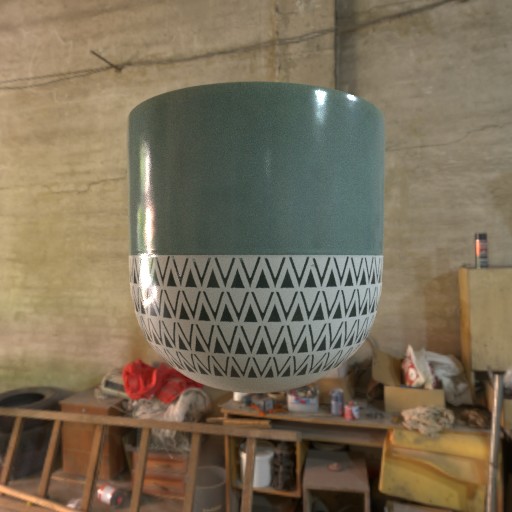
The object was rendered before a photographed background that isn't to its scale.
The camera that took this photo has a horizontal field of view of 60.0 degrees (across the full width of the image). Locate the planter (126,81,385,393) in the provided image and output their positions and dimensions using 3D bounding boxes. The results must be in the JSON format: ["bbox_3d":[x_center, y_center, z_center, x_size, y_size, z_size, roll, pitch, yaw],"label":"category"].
[{"bbox_3d":[0.000,0.000,0.474,0.266,0.270,0.266,0,0,0],"label":"planter"}]
